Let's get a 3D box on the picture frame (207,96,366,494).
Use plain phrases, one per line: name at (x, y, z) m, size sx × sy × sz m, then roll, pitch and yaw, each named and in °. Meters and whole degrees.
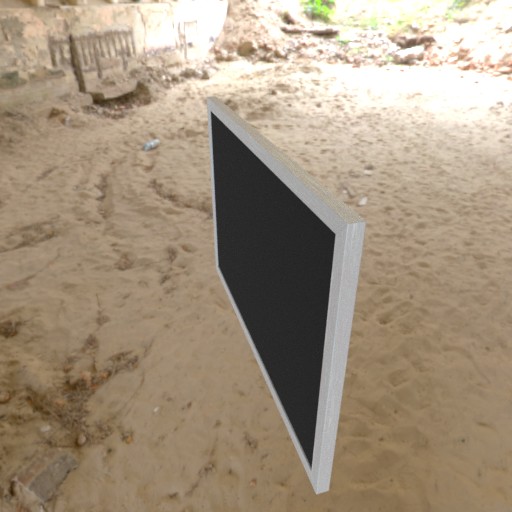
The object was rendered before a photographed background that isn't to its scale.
picture frame at (0.000, 0.000, 1.175) m, size 0.029 × 0.640 × 0.950 m, roll -9°, pitch 32°, yaw -15°
